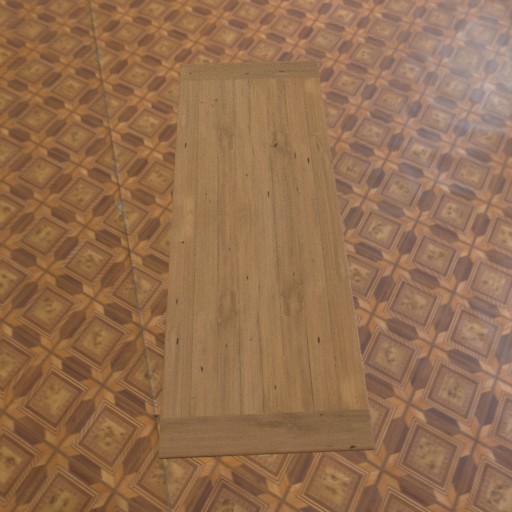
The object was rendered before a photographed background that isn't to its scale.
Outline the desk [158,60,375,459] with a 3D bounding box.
[{"bbox_3d":[0.000,0.000,2.154,0.688,0.762,1.803,-2,63,-1],"label":"desk"}]
